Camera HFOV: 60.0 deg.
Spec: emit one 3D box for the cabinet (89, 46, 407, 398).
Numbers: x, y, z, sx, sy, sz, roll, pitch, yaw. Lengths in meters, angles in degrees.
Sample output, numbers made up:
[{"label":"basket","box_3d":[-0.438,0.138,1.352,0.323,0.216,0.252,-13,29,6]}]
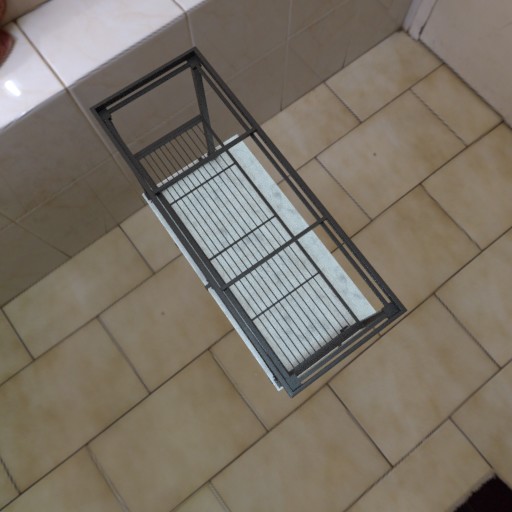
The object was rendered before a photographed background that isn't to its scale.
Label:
[{"label":"cabinet","box_3d":[0.000,0.000,2.272,0.610,1.659,1.210,-35,78,-9]}]
